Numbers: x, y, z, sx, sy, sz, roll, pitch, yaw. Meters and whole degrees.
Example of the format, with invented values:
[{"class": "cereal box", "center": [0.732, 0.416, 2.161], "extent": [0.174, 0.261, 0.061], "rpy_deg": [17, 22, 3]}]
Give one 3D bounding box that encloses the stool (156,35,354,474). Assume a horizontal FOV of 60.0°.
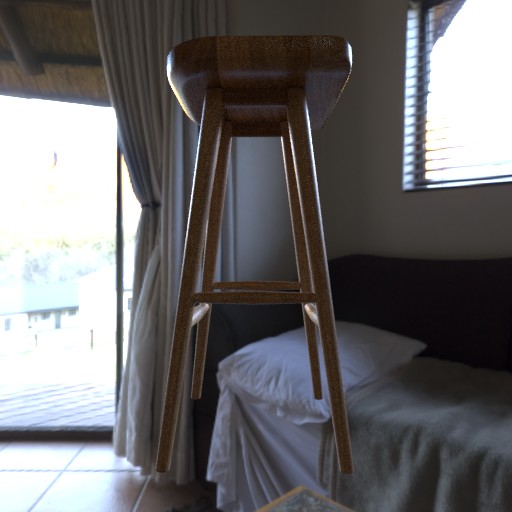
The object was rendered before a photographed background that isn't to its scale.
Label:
[{"class": "stool", "center": [0.000, 0.000, 0.904], "extent": [0.322, 0.698, 0.407], "rpy_deg": [0, 0, 1]}]
